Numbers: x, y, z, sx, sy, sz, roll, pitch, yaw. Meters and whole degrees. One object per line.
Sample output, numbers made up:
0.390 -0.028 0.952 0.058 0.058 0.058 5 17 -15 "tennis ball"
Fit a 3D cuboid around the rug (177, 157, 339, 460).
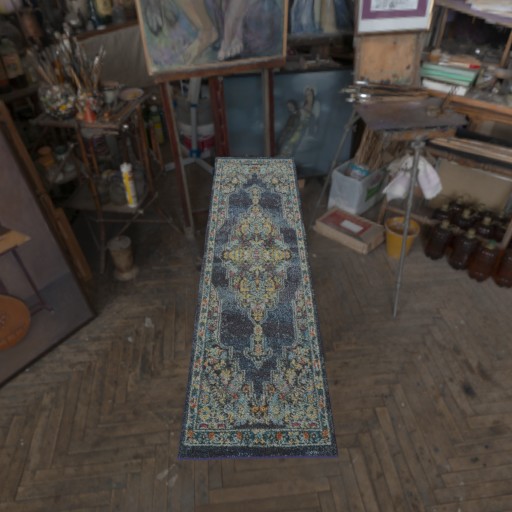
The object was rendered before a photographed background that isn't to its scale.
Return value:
0.000 0.000 2.494 0.602 0.016 2.283 0 41 0 "rug"
